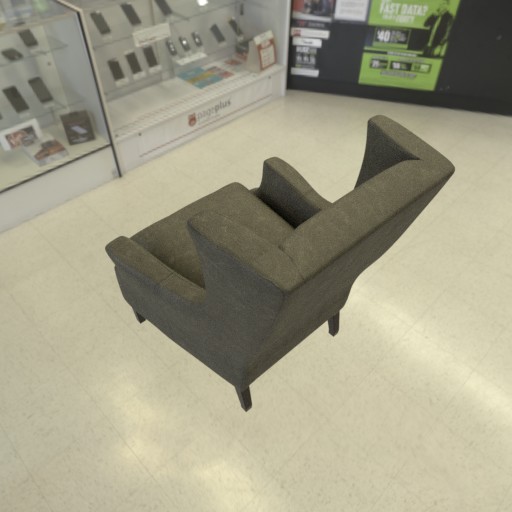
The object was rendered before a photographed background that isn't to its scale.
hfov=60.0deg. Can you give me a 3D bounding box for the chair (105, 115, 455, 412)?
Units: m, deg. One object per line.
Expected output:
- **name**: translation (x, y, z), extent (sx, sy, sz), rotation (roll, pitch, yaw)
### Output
- **chair**: translation (0.000, 0.000, 1.646), extent (0.853, 1.016, 0.926), rotation (-33, 55, -28)
